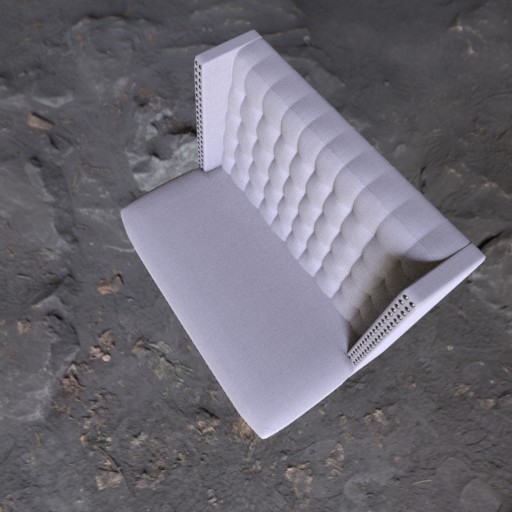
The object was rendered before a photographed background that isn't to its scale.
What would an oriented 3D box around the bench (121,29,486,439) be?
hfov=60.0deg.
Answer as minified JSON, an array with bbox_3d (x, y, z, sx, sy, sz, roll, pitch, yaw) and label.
[{"bbox_3d":[0.000,0.000,1.961,0.847,1.123,1.280,-32,68,-15],"label":"bench"}]
